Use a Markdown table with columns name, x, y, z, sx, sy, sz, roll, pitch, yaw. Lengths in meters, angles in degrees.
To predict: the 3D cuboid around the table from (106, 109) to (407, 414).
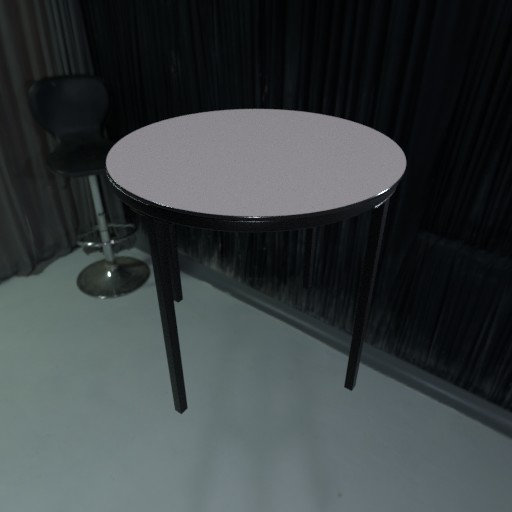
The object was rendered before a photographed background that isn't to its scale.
| name | x | y | z | sx | sy | sz | roll | pitch | yaw |
| --- | --- | --- | --- | --- | --- | --- | --- | --- | --- |
| table | 0.000 | 0.000 | 0.883 | 0.499 | 0.443 | 0.499 | 0 | 33 | 0 |
